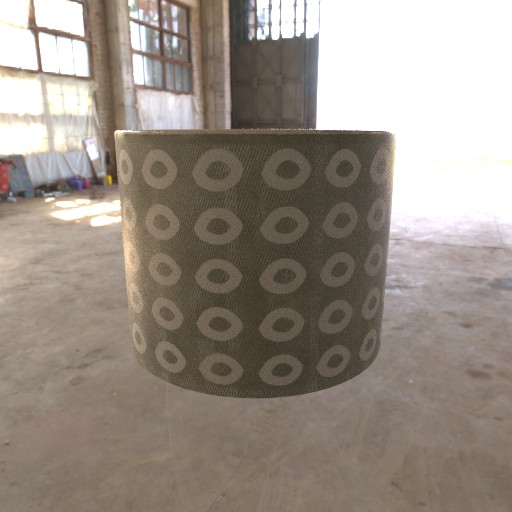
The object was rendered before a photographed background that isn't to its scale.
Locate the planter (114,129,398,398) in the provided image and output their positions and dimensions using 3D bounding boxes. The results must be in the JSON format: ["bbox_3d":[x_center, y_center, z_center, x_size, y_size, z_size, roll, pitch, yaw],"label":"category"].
[{"bbox_3d":[0.000,0.000,0.440,0.250,0.239,0.250,0,15,0],"label":"planter"}]
